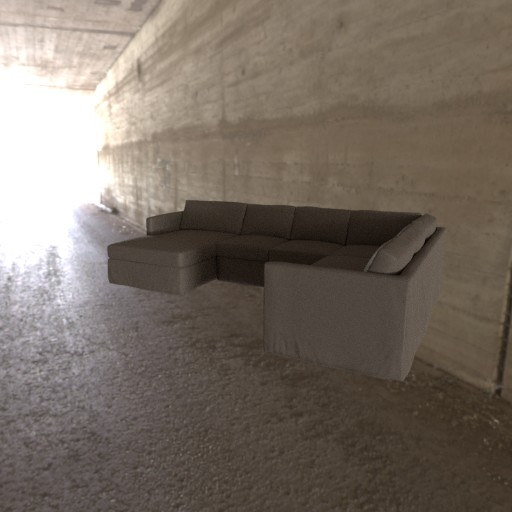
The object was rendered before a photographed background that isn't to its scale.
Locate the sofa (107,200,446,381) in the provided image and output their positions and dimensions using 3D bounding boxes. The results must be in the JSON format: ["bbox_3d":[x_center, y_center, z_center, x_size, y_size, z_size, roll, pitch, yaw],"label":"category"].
[{"bbox_3d":[0.000,0.000,4.647,3.528,0.878,2.476,7,14,27],"label":"sofa"}]
